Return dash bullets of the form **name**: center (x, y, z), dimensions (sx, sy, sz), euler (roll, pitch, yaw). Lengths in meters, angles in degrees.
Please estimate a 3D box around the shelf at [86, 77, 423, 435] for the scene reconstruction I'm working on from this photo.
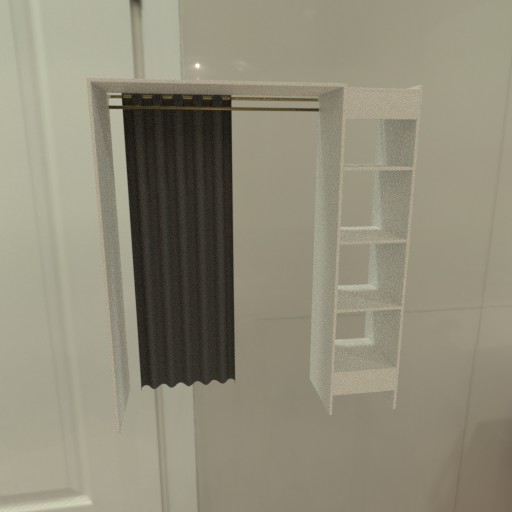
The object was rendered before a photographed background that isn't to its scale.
- **shelf**: center (0.000, 0.000, 2.537), dimensions (1.600, 1.810, 0.500), euler (-2, 14, -9)
